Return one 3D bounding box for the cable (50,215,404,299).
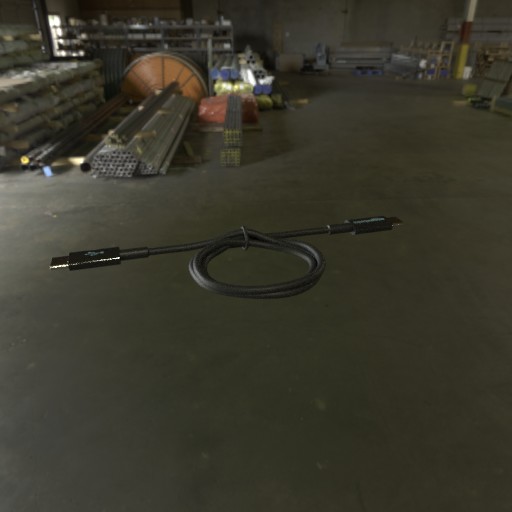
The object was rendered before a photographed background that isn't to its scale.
[{"bbox_3d":[0.000,0.000,0.228,0.203,0.014,0.070,-8,28,-15],"label":"cable"}]
